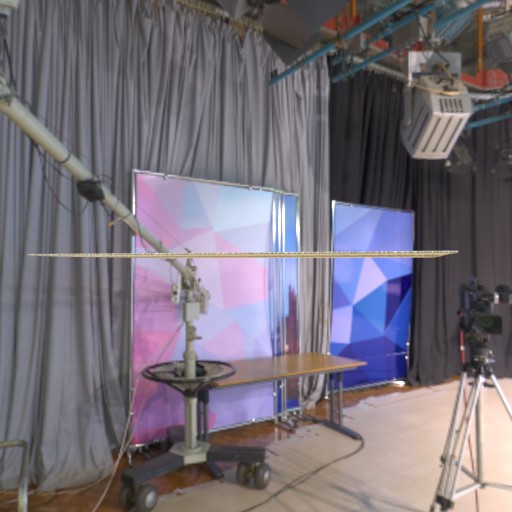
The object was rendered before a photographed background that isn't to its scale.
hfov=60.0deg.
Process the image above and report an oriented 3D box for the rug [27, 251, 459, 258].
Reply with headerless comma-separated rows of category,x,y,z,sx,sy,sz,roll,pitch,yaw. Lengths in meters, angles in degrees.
rug,0.000,0.000,2.317,1.815,0.007,1.226,0,-1,19
